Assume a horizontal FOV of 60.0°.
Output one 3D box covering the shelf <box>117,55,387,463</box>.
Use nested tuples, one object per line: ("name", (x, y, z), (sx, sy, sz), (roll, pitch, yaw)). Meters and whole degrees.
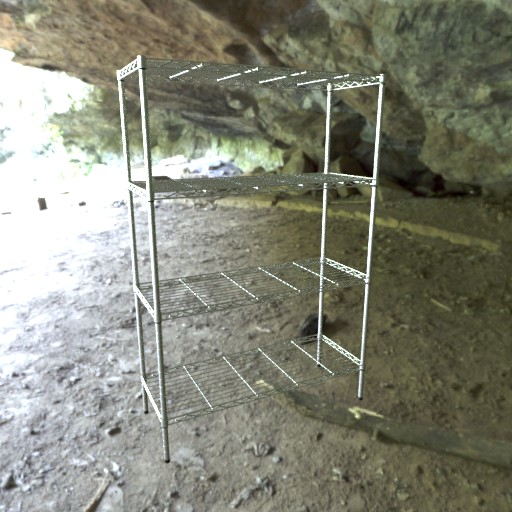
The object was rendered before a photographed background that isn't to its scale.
("shelf", (0.000, 0.000, 1.760), (0.907, 1.360, 0.352), (-7, 17, -25))
